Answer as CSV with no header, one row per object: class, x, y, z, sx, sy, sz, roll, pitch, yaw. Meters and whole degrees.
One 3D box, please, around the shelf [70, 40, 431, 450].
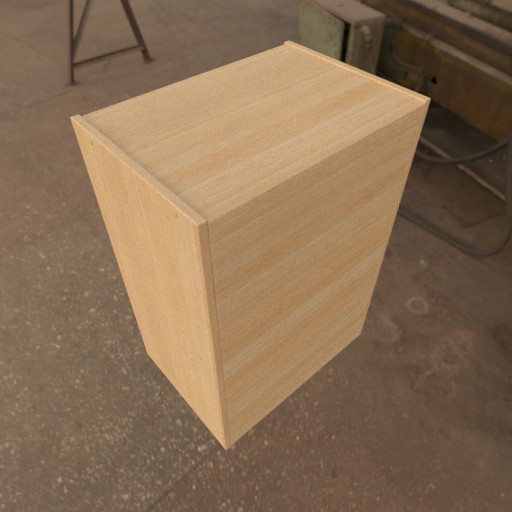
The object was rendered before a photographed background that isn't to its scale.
shelf,0.000,0.000,0.826,0.414,0.592,0.290,-32,54,-27
